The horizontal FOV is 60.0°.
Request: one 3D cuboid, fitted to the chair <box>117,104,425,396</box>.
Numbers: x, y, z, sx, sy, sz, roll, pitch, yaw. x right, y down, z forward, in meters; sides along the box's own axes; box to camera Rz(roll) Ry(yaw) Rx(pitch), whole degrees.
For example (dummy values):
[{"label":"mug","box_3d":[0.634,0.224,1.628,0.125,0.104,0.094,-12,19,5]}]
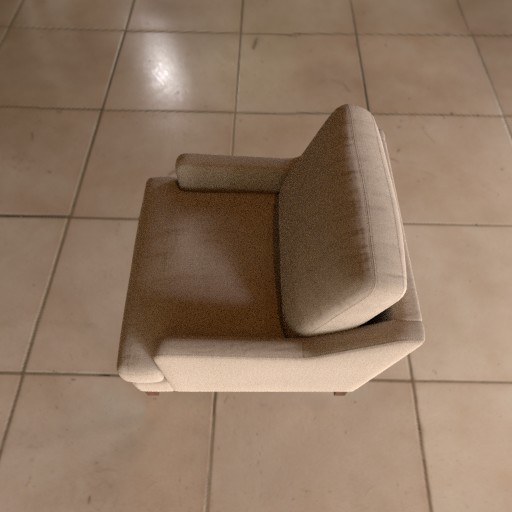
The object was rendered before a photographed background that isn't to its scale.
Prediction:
[{"label":"chair","box_3d":[0.000,0.000,1.727,1.001,0.916,0.912,0,59,0]}]
